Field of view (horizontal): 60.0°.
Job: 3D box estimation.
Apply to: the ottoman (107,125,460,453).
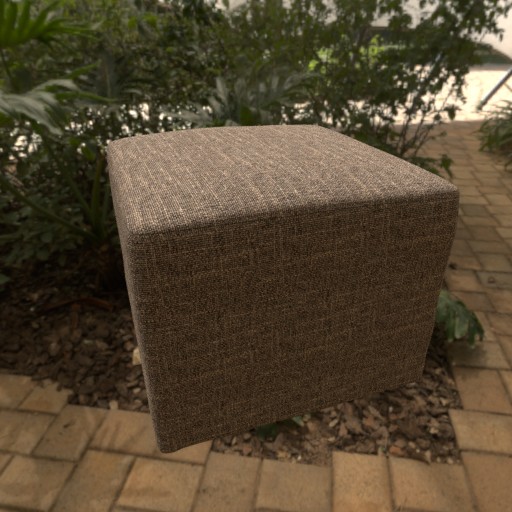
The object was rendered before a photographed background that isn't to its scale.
[{"bbox_3d":[0.000,0.000,0.901,0.512,0.453,0.521,-9,29,-17],"label":"ottoman"}]
